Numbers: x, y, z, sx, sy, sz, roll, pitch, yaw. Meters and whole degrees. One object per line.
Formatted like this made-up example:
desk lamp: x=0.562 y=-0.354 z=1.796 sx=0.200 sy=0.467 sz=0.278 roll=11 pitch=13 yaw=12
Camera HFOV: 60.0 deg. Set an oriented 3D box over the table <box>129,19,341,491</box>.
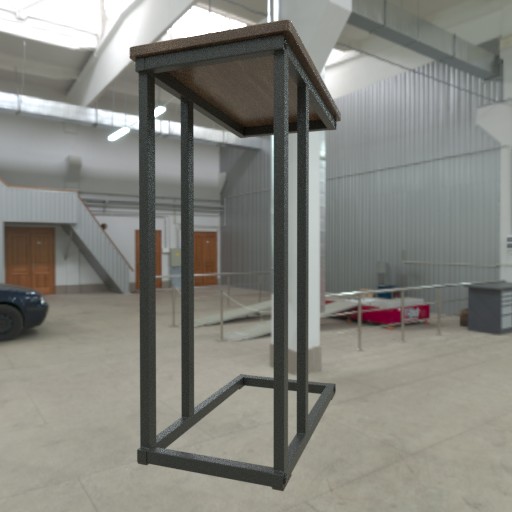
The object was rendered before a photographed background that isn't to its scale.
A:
table: x=0.000 y=0.000 z=0.846 sx=0.254 sy=0.637 sz=0.450 roll=0 pitch=1 yaw=19
